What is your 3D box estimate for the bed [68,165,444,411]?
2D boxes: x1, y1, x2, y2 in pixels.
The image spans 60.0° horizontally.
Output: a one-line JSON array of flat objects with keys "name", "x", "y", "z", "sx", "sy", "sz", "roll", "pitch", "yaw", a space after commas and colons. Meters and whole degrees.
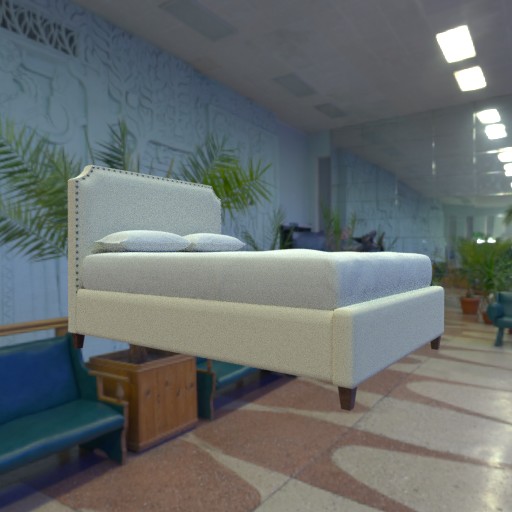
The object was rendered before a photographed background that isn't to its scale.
[{"name": "bed", "x": 0.000, "y": 0.000, "z": 3.376, "sx": 2.329, "sy": 1.415, "sz": 1.703, "roll": 0, "pitch": 1, "yaw": 36}]
